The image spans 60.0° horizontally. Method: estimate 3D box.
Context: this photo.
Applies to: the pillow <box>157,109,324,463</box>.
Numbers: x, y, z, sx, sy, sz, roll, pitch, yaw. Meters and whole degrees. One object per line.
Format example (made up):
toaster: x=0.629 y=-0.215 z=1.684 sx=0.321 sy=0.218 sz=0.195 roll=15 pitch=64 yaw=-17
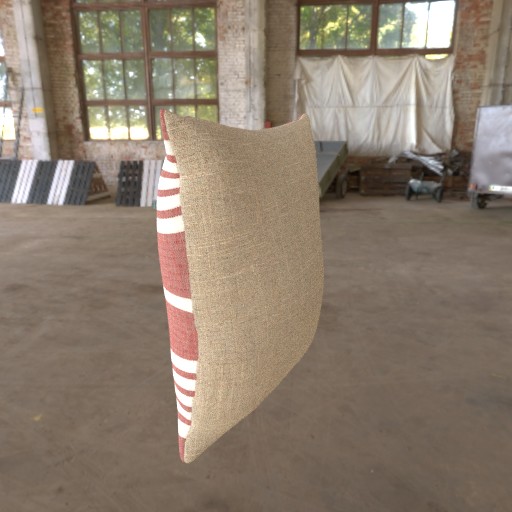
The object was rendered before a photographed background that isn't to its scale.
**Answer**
pillow: x=0.000 y=0.000 z=0.679 sx=0.182 sy=0.427 sz=0.439 roll=8 pitch=18 yaw=24
